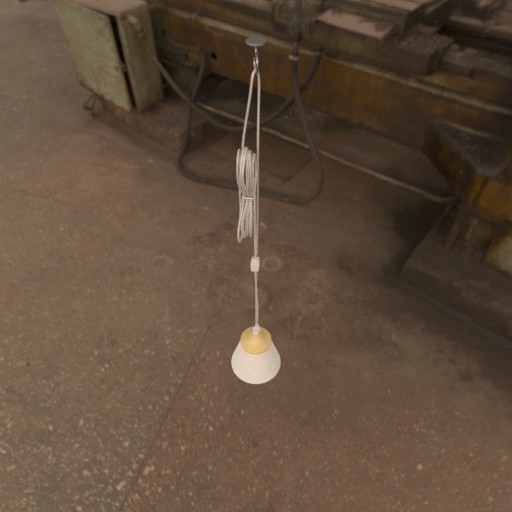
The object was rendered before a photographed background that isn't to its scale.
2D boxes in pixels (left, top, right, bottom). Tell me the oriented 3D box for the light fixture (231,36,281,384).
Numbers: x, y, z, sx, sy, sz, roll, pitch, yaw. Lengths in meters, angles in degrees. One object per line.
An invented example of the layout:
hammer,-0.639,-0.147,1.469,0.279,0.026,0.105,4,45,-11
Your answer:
light fixture,0.000,0.000,1.030,0.153,0.966,0.153,16,49,14
